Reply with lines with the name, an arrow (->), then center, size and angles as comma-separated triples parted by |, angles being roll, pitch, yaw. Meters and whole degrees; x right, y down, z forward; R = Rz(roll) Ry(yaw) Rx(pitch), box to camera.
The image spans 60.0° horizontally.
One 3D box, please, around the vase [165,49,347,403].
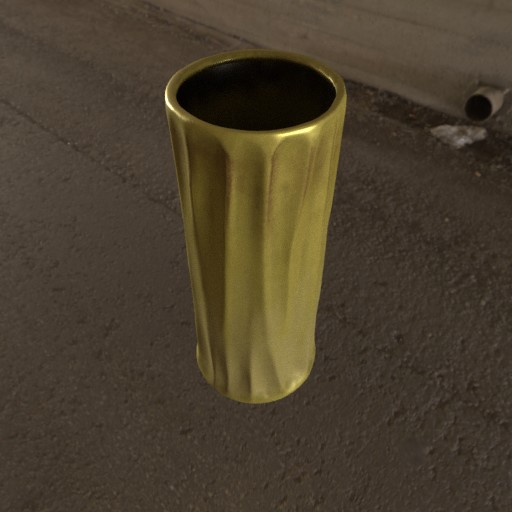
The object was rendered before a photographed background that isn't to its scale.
vase -> 0.000, 0.000, 0.179 | 0.061, 0.143, 0.061 | 0, 47, 0
